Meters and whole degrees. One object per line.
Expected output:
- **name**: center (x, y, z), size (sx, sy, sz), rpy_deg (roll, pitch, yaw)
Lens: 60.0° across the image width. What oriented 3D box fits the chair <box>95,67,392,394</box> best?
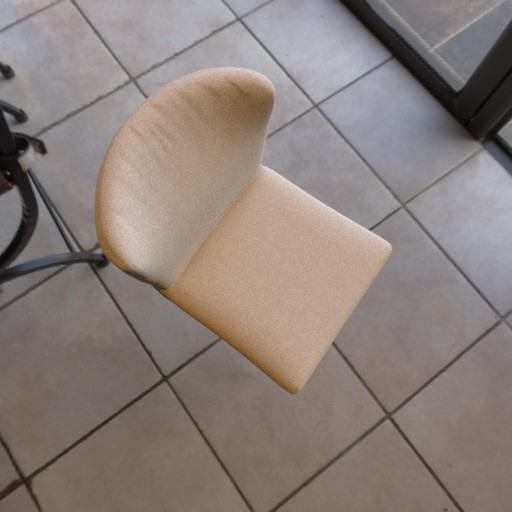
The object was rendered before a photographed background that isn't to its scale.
- **chair**: center (0.000, 0.000, 1.196), size (0.592, 0.839, 0.491), rpy_deg (34, 77, 9)
